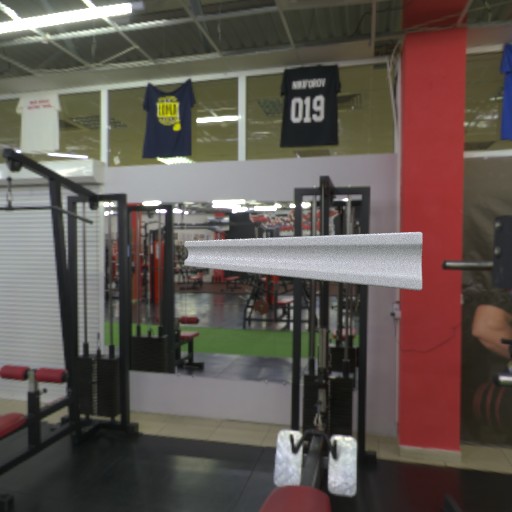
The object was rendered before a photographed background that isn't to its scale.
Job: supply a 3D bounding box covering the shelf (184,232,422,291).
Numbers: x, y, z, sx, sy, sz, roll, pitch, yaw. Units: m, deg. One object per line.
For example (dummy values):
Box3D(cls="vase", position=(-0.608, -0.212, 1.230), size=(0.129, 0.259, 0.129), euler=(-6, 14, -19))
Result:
Box3D(cls="shelf", position=(0.000, 0.000, 0.444), size=(0.296, 0.035, 0.296), euler=(0, 1, 16))
